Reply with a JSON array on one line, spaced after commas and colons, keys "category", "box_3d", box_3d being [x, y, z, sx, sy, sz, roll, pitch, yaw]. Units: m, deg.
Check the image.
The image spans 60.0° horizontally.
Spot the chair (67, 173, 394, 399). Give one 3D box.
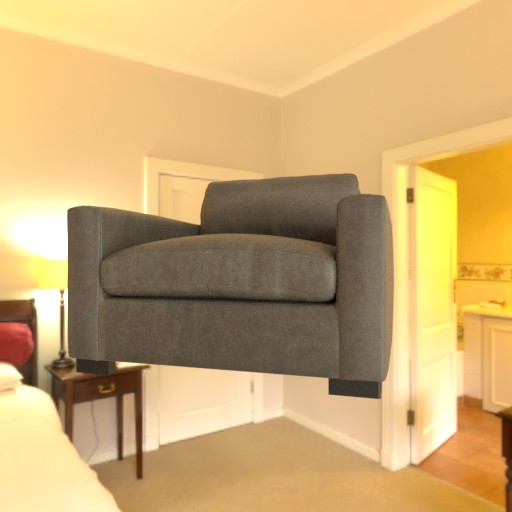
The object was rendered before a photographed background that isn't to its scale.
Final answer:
[{"category": "chair", "box_3d": [0.000, 0.000, 1.862, 1.106, 0.807, 1.080, 0, 0, 17]}]
